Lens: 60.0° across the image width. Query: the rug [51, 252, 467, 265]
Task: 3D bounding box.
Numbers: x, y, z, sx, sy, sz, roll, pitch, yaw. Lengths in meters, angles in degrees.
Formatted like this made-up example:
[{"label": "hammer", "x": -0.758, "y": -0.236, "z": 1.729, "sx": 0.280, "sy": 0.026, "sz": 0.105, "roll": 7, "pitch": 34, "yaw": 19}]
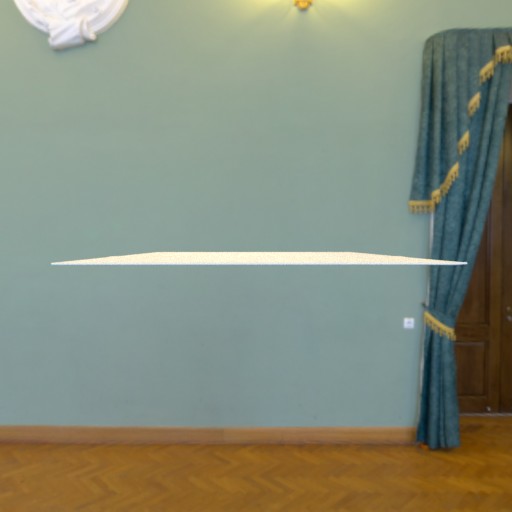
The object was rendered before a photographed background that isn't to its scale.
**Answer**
[{"label": "rug", "x": 0.000, "y": 0.000, "z": 4.060, "sx": 2.423, "sy": 0.019, "sz": 3.009, "roll": 0, "pitch": 2, "yaw": -1}]
